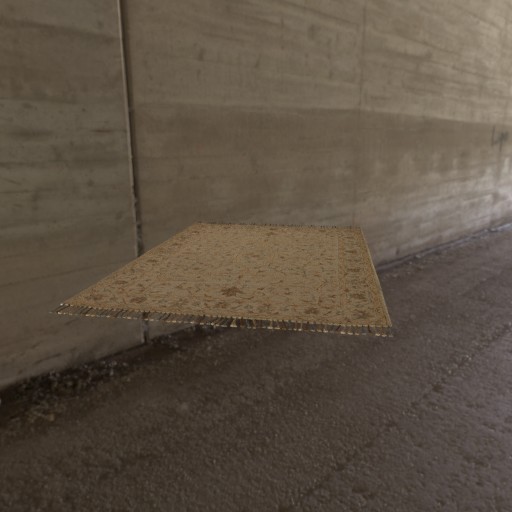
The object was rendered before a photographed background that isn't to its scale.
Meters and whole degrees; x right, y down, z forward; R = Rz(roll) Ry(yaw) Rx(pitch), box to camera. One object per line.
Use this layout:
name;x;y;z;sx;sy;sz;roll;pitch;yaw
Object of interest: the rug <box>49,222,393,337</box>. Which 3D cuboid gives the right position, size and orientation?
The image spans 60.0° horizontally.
rug;0.000;0.000;2.385;1.218;0.017;1.861;2;15;9
